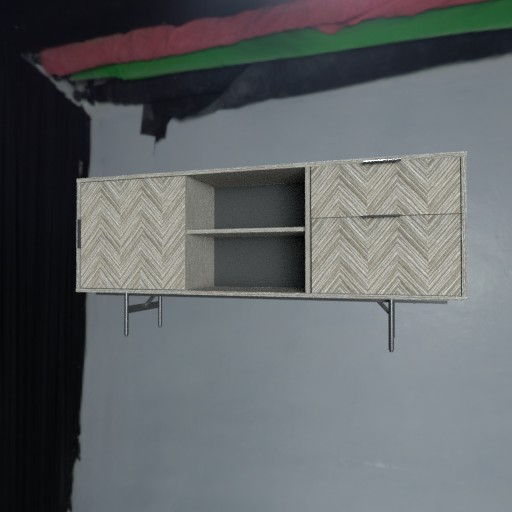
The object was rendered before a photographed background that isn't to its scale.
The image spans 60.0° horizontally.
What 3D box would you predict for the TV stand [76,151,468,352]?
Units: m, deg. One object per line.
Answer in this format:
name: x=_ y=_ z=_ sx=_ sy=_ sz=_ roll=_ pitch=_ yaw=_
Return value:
TV stand: x=0.000 y=0.000 z=2.128 sx=1.804 sy=0.787 sz=0.405 roll=0 pitch=-1 yaw=18
